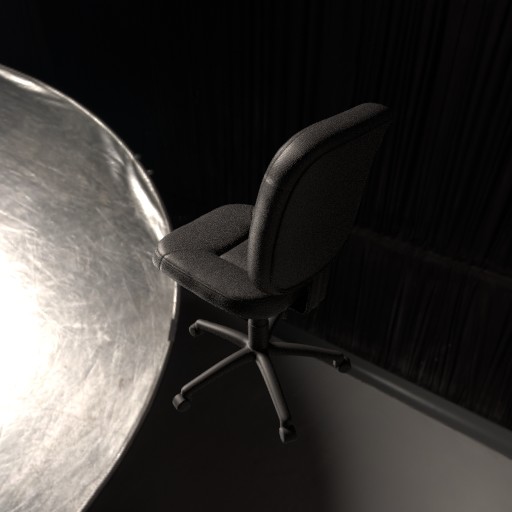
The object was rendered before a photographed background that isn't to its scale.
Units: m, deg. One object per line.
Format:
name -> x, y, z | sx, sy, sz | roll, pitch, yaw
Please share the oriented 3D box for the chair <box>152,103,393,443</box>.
chair -> 0.000, 0.000, 1.383 | 0.646, 0.959, 0.647 | 22, 38, 31
